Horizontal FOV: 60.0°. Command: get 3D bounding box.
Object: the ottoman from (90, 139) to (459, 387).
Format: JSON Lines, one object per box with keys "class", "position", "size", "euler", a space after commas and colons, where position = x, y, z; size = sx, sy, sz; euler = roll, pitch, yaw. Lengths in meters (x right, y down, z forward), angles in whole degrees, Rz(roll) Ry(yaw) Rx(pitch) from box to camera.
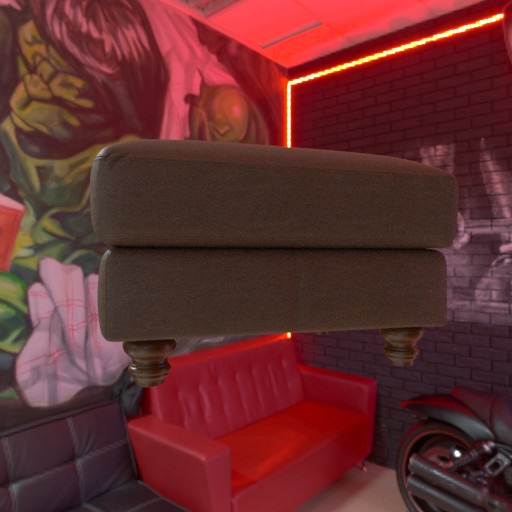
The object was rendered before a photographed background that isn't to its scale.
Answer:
{"class": "ottoman", "position": [0.000, 0.000, 1.163], "size": [0.787, 0.508, 0.635], "euler": [0, 0, -17]}
